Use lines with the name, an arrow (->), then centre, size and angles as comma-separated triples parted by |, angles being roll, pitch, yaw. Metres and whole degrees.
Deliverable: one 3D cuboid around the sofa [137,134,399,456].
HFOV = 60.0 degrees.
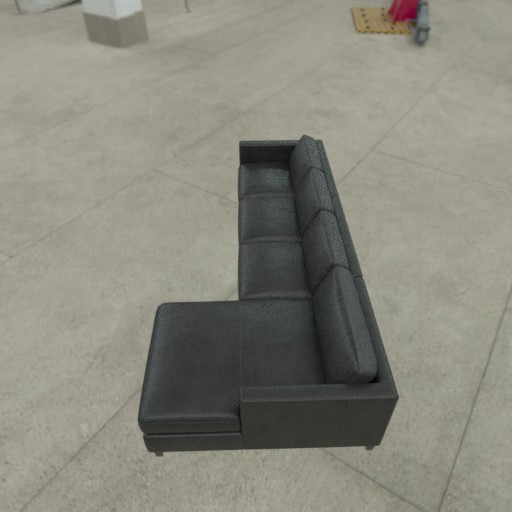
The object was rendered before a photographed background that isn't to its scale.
sofa -> 0.000, 0.000, 3.940 | 1.581, 0.883, 3.203 | -1, 42, -1
